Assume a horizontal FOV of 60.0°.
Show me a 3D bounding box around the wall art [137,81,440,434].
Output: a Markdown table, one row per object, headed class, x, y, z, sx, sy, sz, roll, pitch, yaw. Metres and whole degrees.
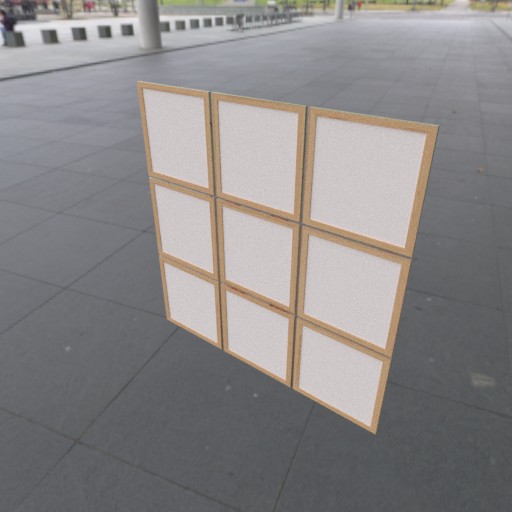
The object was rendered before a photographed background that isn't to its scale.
| class | x | y | z | sx | sy | sz | roll | pitch | yaw |
| --- | --- | --- | --- | --- | --- | --- | --- | --- | --- |
| wall art | 0.000 | 0.000 | 2.237 | 1.517 | 1.523 | 0.013 | 21 | 36 | 32 |
